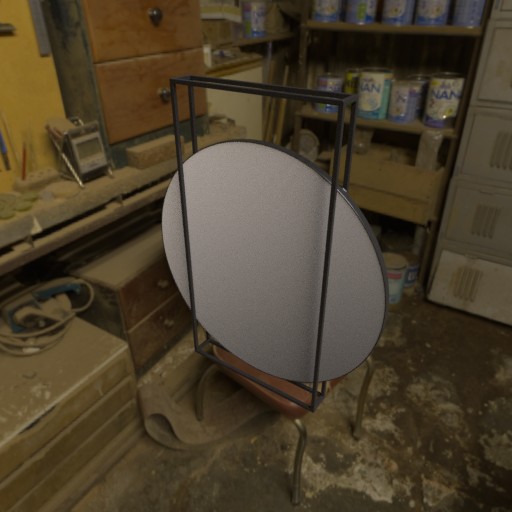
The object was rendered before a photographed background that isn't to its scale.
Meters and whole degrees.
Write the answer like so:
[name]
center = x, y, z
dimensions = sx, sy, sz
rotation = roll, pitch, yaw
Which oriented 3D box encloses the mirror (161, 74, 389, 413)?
[mirror]
center = 0.000, 0.000, 0.830
dimensions = 0.508, 0.603, 0.051
rotation = 19, 36, 29
